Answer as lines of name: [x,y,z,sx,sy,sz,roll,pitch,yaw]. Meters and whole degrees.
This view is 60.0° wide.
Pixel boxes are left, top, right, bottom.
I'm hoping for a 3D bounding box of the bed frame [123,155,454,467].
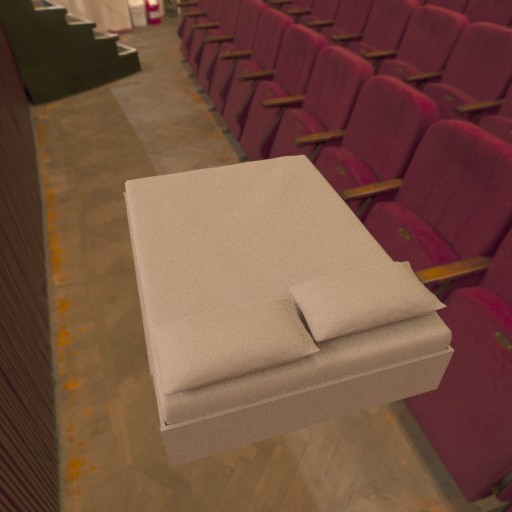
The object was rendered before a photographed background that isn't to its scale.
bed frame: [0.000,0.000,2.711,1.450,0.629,1.950,-11,41,-13]
